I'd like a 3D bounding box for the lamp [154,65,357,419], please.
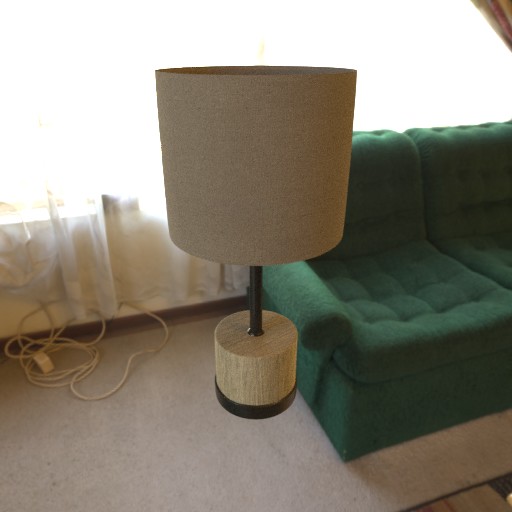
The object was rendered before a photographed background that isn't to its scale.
[{"bbox_3d":[0.000,0.000,0.605,0.229,0.470,0.229,-17,30,-32],"label":"lamp"}]
